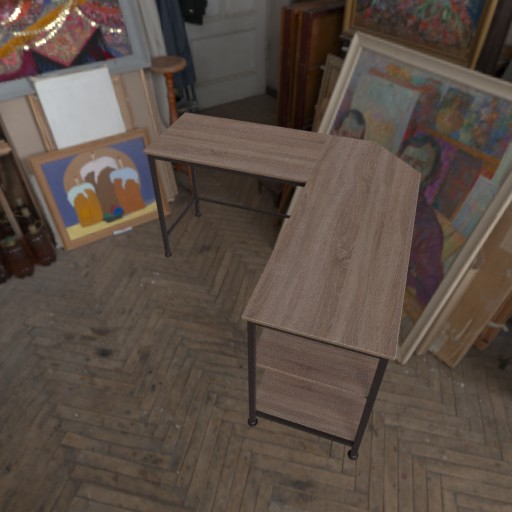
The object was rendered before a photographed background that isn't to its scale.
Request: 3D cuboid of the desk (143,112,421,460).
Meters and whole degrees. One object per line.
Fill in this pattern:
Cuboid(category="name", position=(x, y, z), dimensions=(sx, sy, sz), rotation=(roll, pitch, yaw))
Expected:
Cuboid(category="desk", position=(0.000, 0.000, 2.248), dimensions=(1.379, 0.739, 1.379), rotation=(13, 43, 14))
